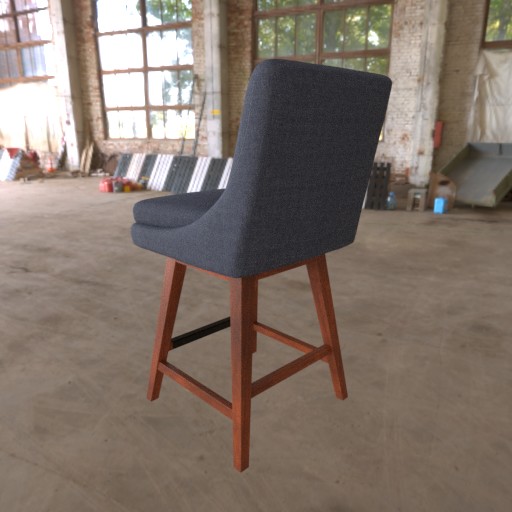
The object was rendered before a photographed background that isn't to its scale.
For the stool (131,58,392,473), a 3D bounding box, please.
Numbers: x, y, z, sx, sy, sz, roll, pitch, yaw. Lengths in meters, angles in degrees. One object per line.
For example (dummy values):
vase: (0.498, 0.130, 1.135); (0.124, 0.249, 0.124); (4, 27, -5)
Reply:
stool: (0.000, 0.000, 1.183); (0.467, 0.895, 0.524); (-15, 22, -42)
